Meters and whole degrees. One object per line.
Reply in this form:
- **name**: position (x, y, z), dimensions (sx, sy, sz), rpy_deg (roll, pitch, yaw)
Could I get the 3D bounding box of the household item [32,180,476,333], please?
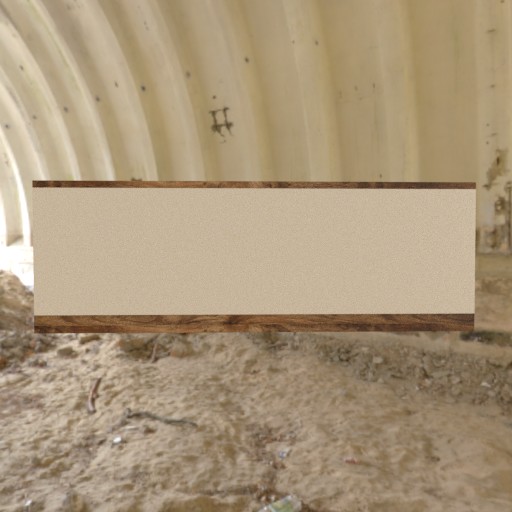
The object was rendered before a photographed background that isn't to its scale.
- **household item**: position (0.000, 0.000, 1.999), dimensions (1.800, 0.615, 0.390), rpy_deg (0, 1, -2)
